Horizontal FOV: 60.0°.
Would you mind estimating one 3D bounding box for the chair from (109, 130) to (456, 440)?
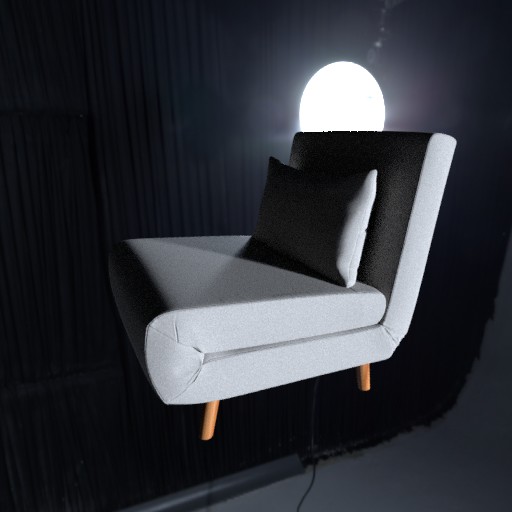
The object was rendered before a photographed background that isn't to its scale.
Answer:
[{"bbox_3d":[0.000,0.000,1.479,0.902,0.808,0.770,-7,17,-23],"label":"chair"}]
